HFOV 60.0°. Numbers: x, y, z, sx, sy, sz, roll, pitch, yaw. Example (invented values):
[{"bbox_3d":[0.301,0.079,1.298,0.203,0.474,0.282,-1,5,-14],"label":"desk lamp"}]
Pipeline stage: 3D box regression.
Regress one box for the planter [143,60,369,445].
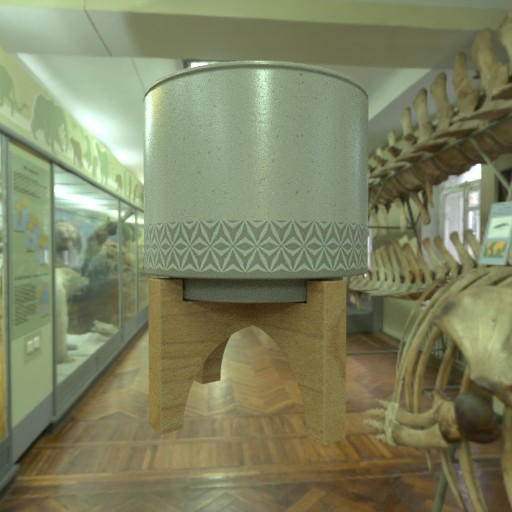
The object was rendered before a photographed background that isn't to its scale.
[{"bbox_3d":[0.000,0.000,0.264,0.130,0.178,0.130,0,1,0],"label":"planter"}]
